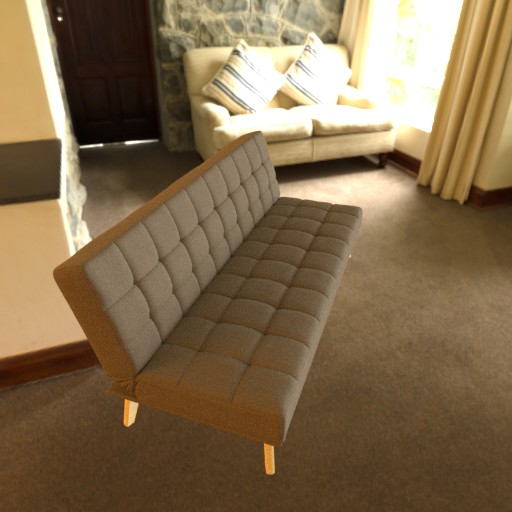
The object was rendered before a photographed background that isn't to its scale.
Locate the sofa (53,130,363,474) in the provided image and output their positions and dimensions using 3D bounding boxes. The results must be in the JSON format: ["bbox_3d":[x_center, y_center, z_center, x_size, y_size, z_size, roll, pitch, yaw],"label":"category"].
[{"bbox_3d":[0.000,0.000,2.297,0.860,0.810,1.800,11,32,17],"label":"sofa"}]
